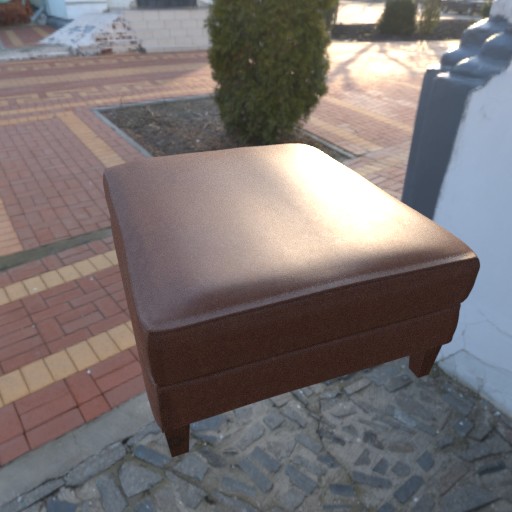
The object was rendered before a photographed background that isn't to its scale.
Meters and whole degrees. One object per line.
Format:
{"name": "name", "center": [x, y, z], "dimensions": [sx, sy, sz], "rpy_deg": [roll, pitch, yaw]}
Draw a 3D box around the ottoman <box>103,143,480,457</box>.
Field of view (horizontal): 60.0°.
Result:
{"name": "ottoman", "center": [0.000, 0.000, 1.426], "dimensions": [0.836, 0.472, 0.987], "rpy_deg": [-11, 33, -18]}
